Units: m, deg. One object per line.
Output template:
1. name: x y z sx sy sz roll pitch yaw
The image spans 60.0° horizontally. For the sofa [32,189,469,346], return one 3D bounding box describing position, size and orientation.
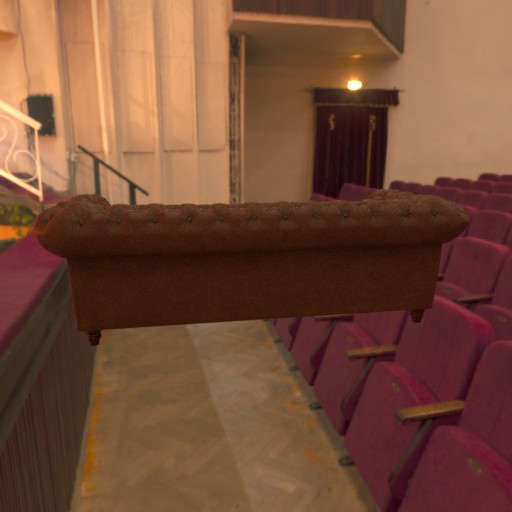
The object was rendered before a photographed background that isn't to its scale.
1. sofa: 0.000 0.000 2.785 2.385 0.783 0.944 -2 13 -10
